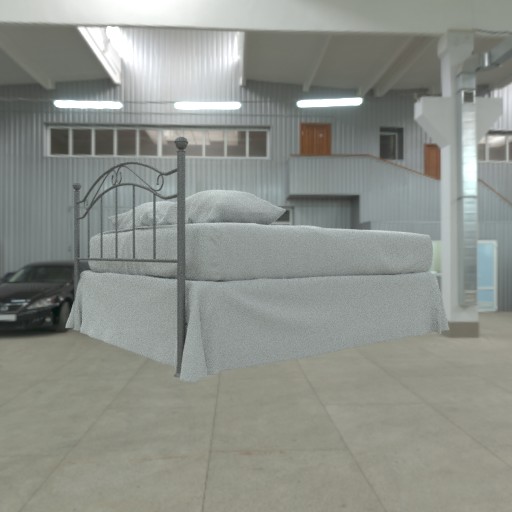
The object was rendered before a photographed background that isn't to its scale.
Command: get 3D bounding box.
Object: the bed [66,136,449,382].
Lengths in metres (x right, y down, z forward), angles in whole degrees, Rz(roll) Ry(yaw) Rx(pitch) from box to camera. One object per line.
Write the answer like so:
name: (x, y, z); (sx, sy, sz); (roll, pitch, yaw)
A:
bed: (0.000, 0.000, 3.278); (2.215, 1.080, 1.936); (0, 0, -38)
